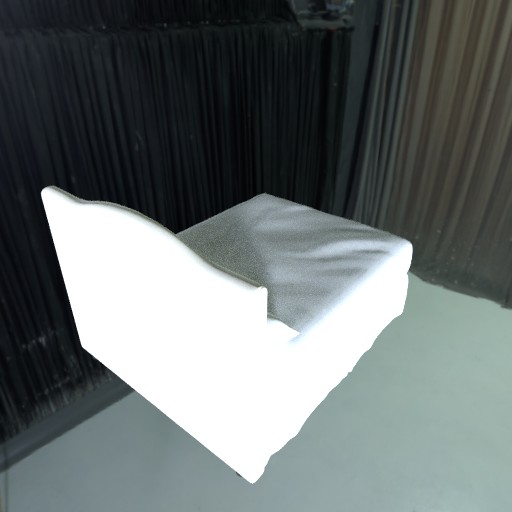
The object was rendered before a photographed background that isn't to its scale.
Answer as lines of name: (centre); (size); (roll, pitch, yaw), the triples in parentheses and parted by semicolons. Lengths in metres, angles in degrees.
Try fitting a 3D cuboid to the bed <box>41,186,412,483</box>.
bed: (0.000, 0.000, 3.302); (1.753, 1.460, 2.143); (23, 38, 33)
